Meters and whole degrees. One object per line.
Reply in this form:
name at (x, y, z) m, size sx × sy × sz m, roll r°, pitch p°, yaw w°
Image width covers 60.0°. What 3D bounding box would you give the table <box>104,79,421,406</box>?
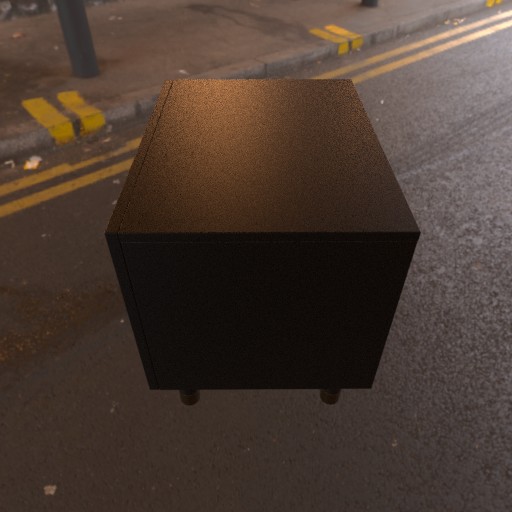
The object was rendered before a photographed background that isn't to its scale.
table at (0.000, 0.000, 1.000) m, size 0.441 × 0.584 × 0.564 m, roll 0°, pitch 42°, yaw 0°
